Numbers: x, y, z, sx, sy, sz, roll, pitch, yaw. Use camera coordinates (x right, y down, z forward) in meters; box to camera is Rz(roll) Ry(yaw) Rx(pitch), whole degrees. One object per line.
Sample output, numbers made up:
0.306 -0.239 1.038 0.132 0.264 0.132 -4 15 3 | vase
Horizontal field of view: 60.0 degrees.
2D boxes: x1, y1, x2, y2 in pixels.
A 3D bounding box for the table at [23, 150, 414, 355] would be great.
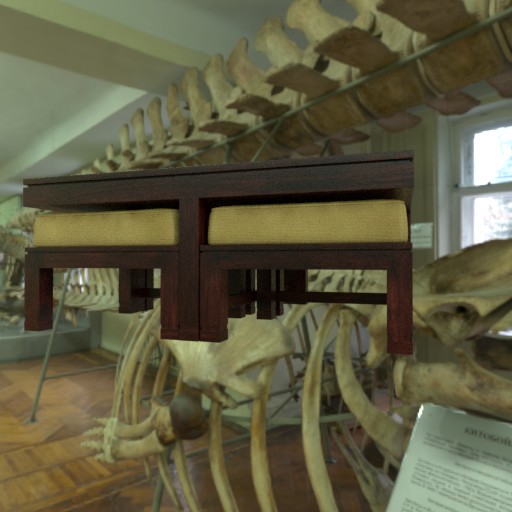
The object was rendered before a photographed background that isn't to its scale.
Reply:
0.000 0.000 1.312 0.865 0.356 0.865 0 -1 18 | table
